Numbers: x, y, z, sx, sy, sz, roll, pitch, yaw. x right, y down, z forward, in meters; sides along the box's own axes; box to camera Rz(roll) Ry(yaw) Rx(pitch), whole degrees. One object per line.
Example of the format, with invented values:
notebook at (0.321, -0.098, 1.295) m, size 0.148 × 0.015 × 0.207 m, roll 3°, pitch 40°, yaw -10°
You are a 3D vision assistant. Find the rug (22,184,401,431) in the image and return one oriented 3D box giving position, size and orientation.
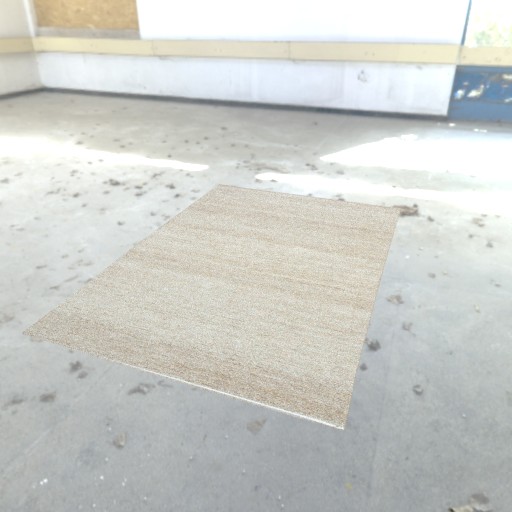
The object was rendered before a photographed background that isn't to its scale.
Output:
rug at (0.000, 0.000, 2.849) m, size 1.596 × 0.030 × 2.283 m, roll 11°, pitch 31°, yaw 18°
